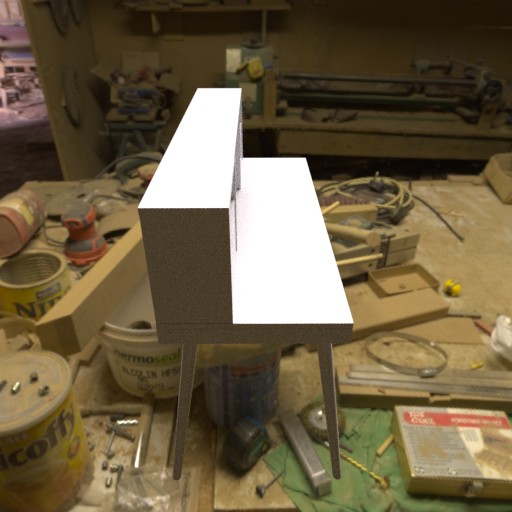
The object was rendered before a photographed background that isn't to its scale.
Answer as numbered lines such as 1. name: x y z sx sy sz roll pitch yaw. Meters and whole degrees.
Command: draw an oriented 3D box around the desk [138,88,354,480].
1. desk: 0.000 0.000 1.703 0.559 0.990 1.199 0 32 0
